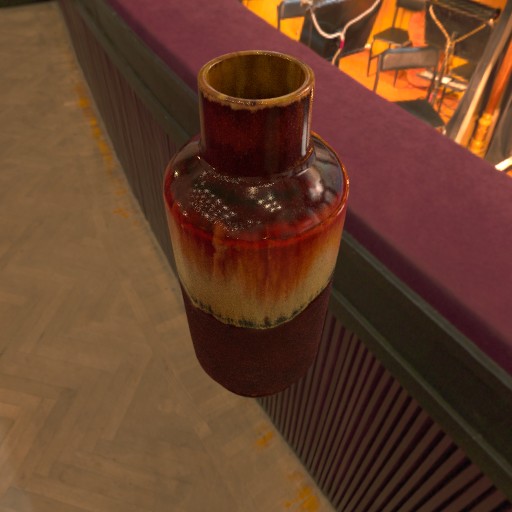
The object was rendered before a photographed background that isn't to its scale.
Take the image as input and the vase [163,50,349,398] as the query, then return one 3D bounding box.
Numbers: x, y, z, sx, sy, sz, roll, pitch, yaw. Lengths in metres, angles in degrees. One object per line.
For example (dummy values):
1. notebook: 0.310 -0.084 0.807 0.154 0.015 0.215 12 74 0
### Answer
1. vase: 0.000 0.000 0.311 0.111 0.261 0.111 0 47 0
